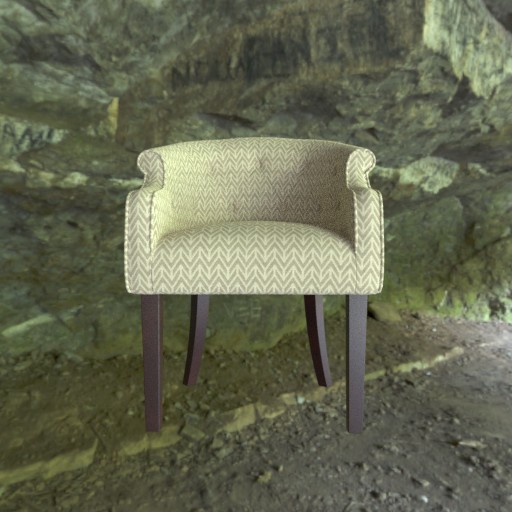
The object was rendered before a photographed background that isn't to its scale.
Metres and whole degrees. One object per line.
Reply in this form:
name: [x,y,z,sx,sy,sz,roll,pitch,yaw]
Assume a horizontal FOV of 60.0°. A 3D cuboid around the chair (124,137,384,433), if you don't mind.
chair: [0.000,0.000,1.335,0.686,0.858,0.613,0,-1,1]
